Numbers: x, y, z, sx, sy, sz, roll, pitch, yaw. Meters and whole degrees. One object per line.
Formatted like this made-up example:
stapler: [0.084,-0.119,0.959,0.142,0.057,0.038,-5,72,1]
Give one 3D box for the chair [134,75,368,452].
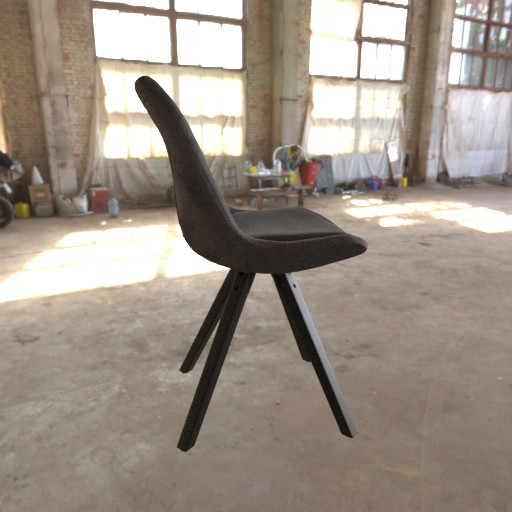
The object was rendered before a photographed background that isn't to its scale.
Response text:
chair: [0.000,0.000,1.170,0.550,0.850,0.476,-2,15,-8]
